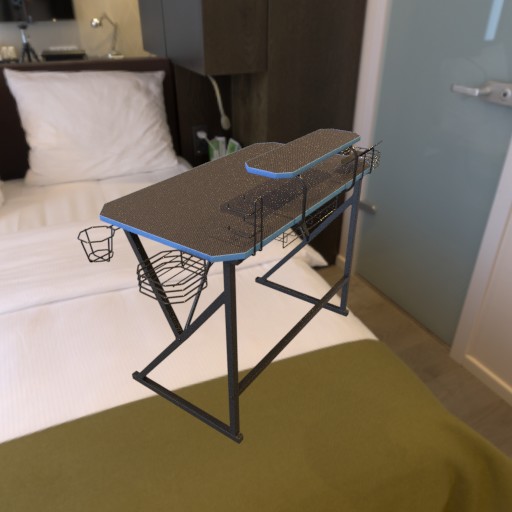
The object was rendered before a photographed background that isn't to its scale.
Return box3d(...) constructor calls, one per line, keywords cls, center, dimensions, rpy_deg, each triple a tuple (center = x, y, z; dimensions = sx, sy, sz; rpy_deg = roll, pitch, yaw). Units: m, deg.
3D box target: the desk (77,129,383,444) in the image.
box3d(cls="desk", center=(0.000, 0.000, 1.712), dimensions=(0.594, 0.909, 1.295), rpy_deg=(19, 35, 30))
